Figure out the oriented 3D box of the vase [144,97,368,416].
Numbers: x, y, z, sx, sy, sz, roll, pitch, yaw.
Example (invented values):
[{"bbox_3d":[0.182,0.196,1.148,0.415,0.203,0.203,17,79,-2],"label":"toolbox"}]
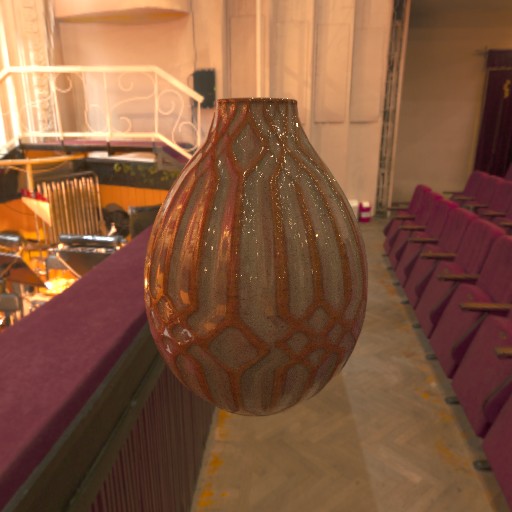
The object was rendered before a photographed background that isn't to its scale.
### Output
[{"bbox_3d":[0.000,0.000,0.262,0.131,0.175,0.131,0,17,0],"label":"vase"}]
